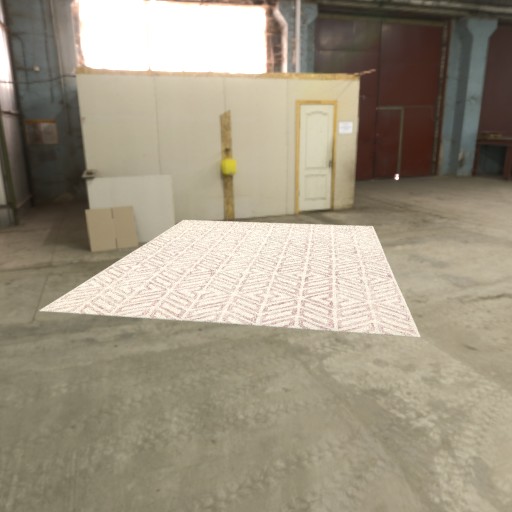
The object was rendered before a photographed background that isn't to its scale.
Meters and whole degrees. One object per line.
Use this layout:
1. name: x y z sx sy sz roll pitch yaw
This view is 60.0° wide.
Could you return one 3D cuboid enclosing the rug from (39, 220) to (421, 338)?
1. rug: 0.000 0.000 4.190 2.421 0.008 3.045 3 16 9
